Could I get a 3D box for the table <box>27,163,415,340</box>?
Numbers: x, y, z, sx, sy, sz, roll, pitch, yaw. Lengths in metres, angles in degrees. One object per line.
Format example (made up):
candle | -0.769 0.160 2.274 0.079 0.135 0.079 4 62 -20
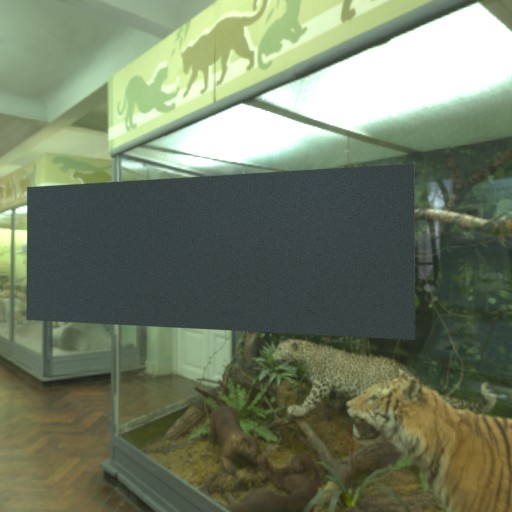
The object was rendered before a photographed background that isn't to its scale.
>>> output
table | 0.000 0.000 1.233 0.801 0.299 0.801 0 0 17
